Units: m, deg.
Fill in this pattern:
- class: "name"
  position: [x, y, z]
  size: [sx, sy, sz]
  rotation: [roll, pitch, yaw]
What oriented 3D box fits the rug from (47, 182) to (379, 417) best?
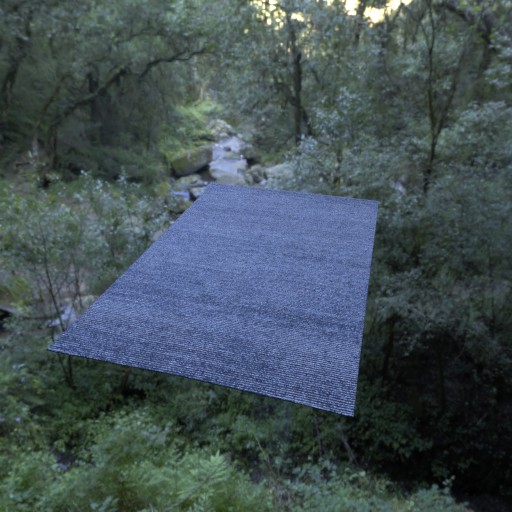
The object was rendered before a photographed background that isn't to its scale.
- class: "rug"
  position: [0.000, 0.000, 2.236]
  size: [1.135, 0.010, 1.740]
  rotation: [8, 32, 14]
